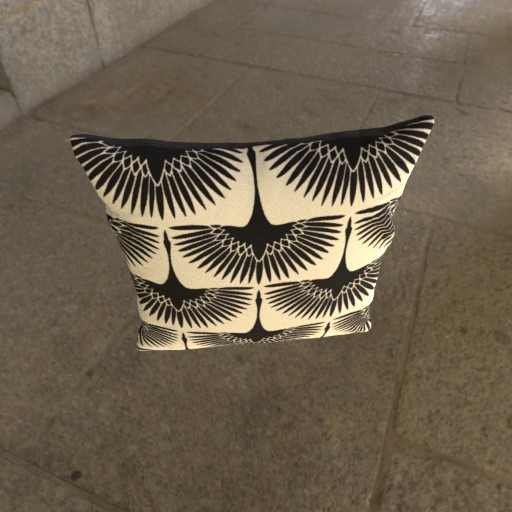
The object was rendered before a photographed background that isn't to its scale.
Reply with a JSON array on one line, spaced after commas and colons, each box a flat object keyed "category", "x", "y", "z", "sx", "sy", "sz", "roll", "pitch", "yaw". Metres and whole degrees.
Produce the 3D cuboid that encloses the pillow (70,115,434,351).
[{"category": "pillow", "x": 0.000, "y": 0.000, "z": 0.668, "sx": 0.432, "sy": 0.432, "sz": 0.139, "roll": -5, "pitch": 46, "yaw": -4}]
